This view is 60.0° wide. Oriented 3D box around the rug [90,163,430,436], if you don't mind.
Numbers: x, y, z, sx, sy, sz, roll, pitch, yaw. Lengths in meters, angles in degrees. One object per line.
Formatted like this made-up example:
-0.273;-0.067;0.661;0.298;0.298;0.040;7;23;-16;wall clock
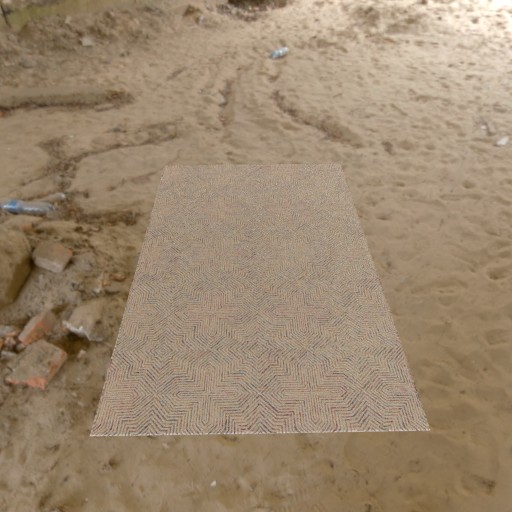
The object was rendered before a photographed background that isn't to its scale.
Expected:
0.000;0.000;2.894;1.519;0.007;2.428;-1;41;-1;rug
